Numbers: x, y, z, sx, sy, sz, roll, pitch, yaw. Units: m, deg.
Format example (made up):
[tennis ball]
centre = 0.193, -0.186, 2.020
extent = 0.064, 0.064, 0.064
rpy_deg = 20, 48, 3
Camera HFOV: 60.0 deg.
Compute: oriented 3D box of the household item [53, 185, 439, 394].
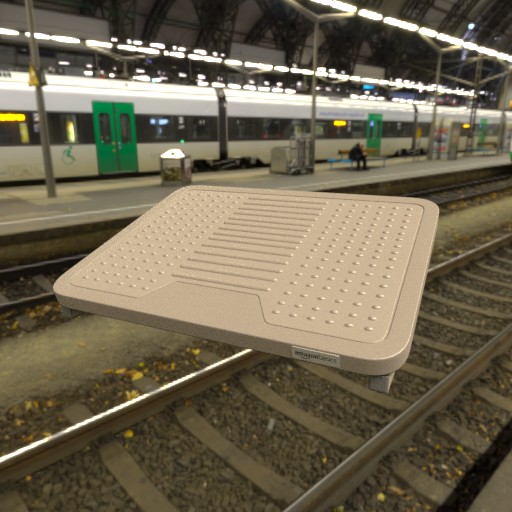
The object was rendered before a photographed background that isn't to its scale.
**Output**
[household item]
centre = 0.000, 0.000, 0.538
extent = 0.390, 0.126, 0.301
rpy_deg = 7, 17, 24
